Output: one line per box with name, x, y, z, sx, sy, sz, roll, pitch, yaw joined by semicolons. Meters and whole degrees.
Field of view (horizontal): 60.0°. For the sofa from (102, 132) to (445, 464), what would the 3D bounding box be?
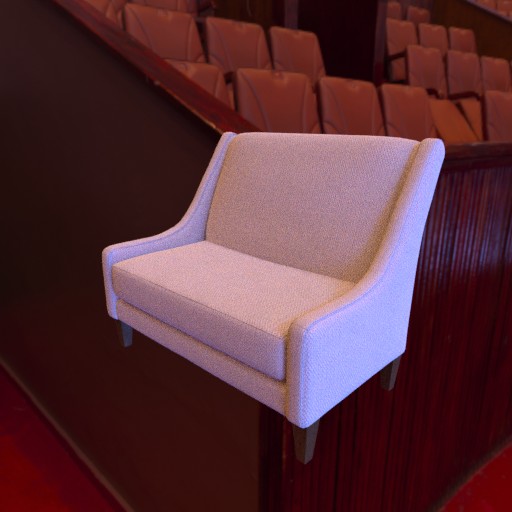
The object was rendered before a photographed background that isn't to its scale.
sofa;0.000;0.000;1.955;1.242;1.022;0.870;16;23;41
